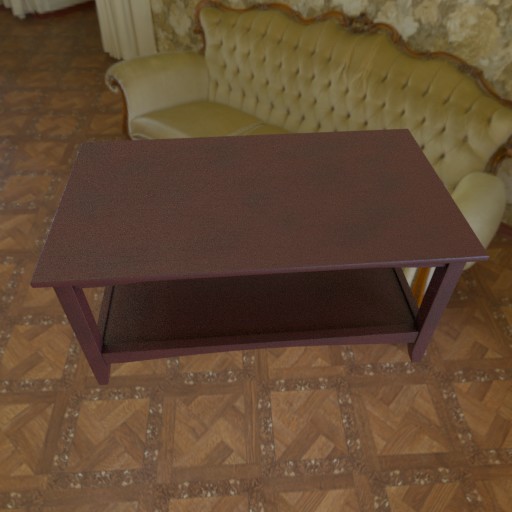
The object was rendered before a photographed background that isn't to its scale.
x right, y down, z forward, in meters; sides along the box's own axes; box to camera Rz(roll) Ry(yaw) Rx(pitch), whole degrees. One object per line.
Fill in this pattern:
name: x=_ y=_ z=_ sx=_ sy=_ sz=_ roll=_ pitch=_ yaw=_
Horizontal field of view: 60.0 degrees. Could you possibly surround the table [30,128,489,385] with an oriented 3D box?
table: x=0.000 y=0.000 z=1.251 sx=0.943 sy=0.456 sz=0.533 roll=-3 pitch=45 yaw=-3
